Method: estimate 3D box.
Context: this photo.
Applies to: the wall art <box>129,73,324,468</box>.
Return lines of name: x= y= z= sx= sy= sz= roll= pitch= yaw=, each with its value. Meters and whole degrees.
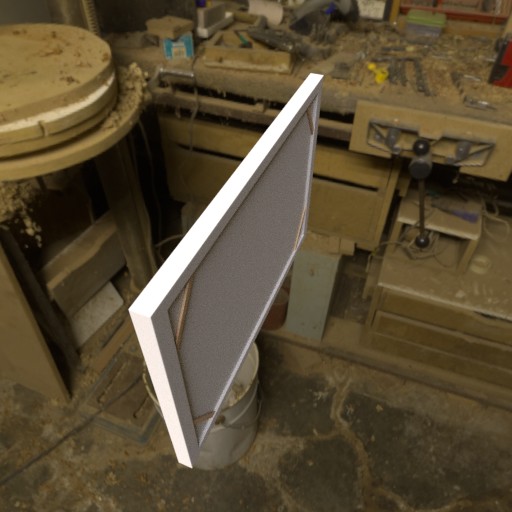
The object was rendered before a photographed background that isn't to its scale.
wall art: x=0.000 y=0.000 z=1.172 sx=0.038 sy=0.609 sz=0.914 roll=16 pitch=47 yaw=16
